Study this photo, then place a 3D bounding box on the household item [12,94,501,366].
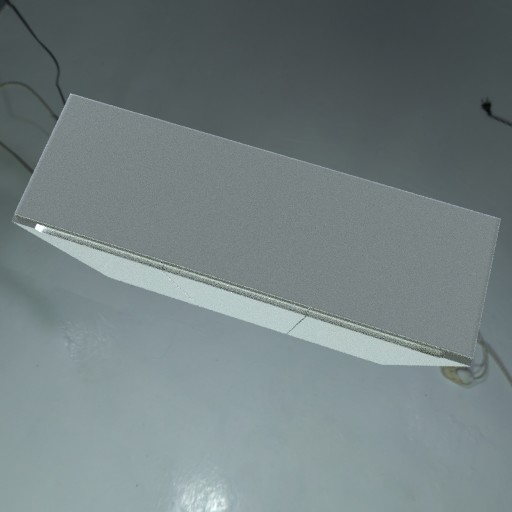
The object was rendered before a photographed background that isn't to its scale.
[{"bbox_3d":[0.000,0.000,1.658,1.300,0.867,0.420,17,77,4],"label":"household item"}]
